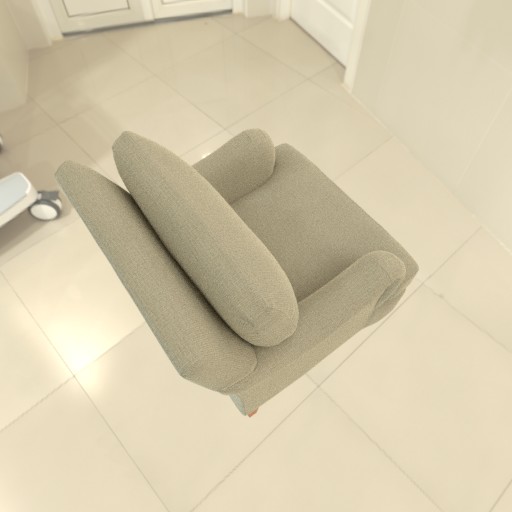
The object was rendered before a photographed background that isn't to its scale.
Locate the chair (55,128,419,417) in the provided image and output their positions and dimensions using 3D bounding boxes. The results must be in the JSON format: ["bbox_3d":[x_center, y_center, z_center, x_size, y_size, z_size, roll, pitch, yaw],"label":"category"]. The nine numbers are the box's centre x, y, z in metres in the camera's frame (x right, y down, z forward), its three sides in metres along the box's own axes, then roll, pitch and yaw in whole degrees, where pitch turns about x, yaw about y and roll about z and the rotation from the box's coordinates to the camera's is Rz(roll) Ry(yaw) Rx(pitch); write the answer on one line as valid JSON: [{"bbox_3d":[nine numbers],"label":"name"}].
[{"bbox_3d":[0.000,0.000,1.849,1.070,1.038,0.955,-31,62,-18],"label":"chair"}]
